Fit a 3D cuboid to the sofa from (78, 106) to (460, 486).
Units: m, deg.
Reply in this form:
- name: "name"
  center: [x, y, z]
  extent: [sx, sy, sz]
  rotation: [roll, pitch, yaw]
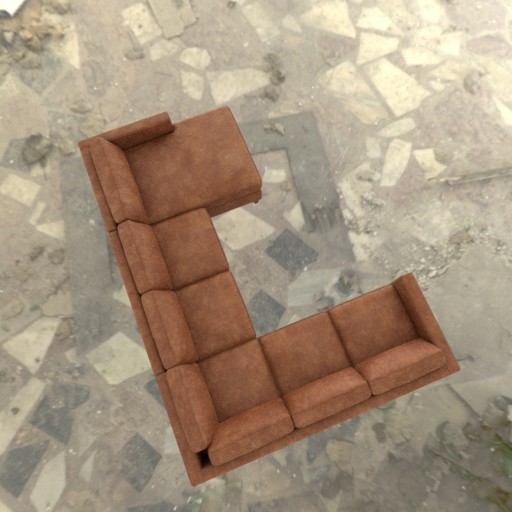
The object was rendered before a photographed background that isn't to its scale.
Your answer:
- name: "sofa"
  center: [0.000, 0.000, 4.343]
  extent: [2.452, 0.888, 3.324]
  rotation: [-21, 76, -6]
